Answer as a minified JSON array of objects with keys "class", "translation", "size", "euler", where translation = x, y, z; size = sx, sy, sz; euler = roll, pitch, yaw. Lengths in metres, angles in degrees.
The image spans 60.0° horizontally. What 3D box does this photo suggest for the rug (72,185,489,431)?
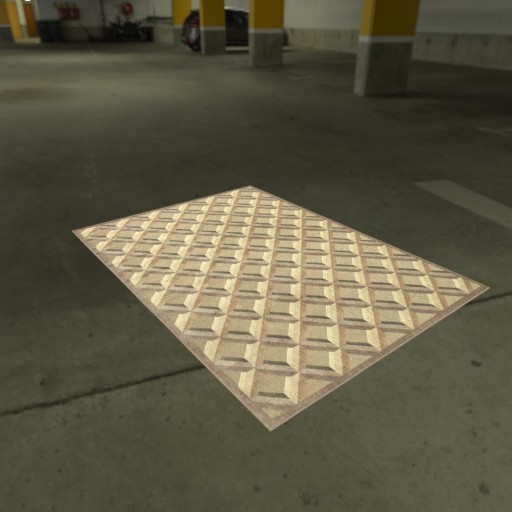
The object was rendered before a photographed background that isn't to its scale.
[{"class":"rug","translation":[0.000,0.000,4.194],"size":[2.382,0.018,3.294],"euler":[-20,34,-33]}]
